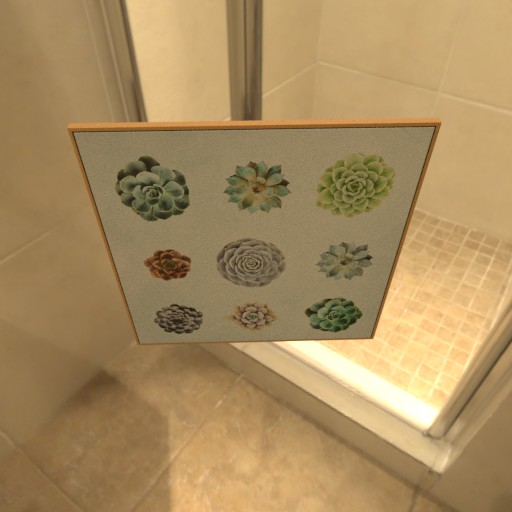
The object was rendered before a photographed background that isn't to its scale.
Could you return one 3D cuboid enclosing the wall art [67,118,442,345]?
[{"bbox_3d":[0.000,0.000,0.702,0.457,0.455,0.013,-1,44,-1],"label":"wall art"}]
